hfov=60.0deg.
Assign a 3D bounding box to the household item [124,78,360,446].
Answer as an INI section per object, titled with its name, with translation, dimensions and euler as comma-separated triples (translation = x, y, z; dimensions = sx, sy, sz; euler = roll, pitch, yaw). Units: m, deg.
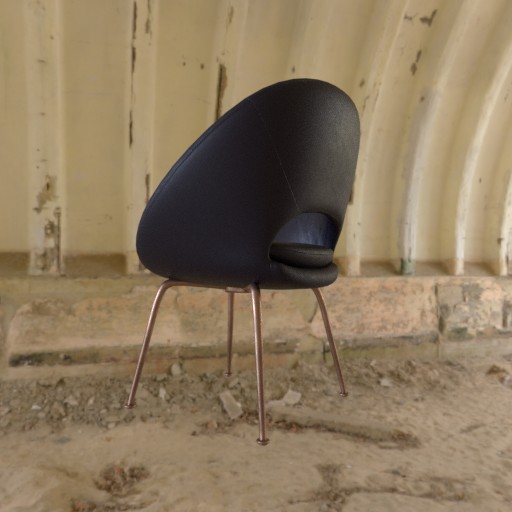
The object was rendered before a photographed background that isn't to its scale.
[household item]
translation = 0.000, 0.000, 1.286
dimensions = 0.573, 0.852, 0.623
euler = -1, -2, 35
